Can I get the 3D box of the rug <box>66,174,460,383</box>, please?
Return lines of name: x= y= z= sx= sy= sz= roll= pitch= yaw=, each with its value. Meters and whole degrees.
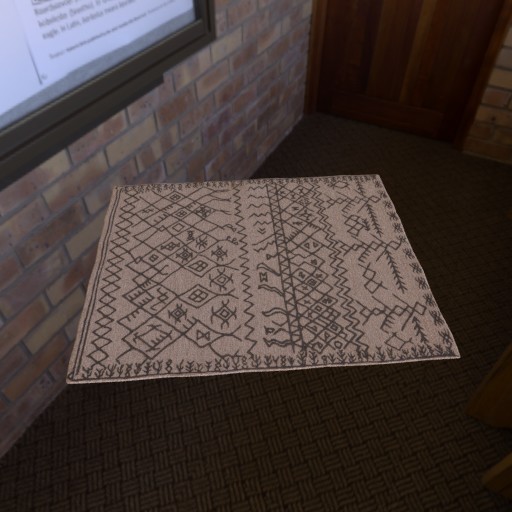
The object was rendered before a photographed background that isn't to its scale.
rug: x=0.000 y=0.000 z=3.397 sx=2.455 sy=0.025 sz=1.964 roll=-3 pitch=46 yaw=-3
